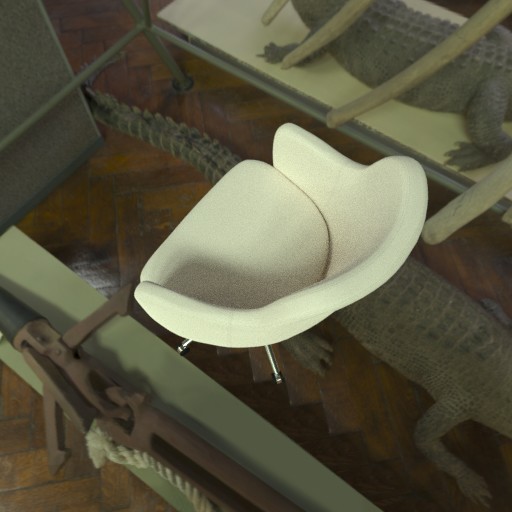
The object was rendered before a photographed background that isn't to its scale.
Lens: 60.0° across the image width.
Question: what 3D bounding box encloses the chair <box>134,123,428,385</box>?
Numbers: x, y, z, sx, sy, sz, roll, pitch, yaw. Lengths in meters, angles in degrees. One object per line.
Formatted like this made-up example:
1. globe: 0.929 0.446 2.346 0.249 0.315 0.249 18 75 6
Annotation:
1. chair: 0.000 0.000 1.193 0.647 0.819 0.602 32 68 15
